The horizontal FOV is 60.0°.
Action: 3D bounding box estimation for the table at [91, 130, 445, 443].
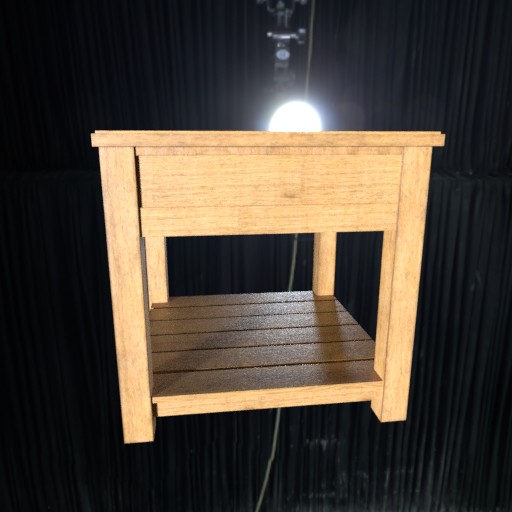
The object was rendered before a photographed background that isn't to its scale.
[{"bbox_3d":[0.000,0.000,1.116,0.612,0.593,0.616,-2,15,-7],"label":"table"}]
